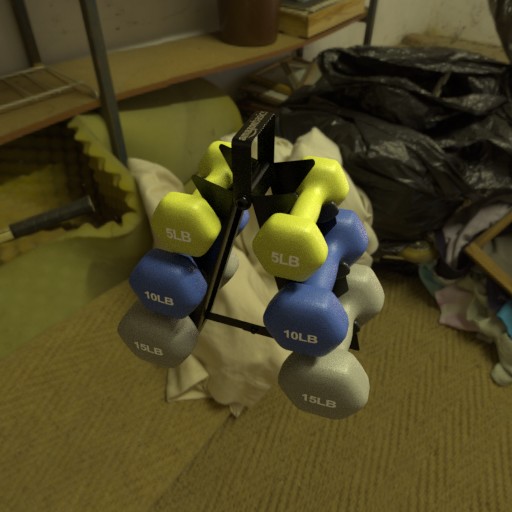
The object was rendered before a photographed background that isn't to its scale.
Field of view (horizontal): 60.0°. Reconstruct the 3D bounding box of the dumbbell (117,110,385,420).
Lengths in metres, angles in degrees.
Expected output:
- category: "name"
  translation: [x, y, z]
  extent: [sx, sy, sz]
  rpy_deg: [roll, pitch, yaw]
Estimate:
- category: "dumbbell"
  translation: [0.000, 0.000, 0.683]
  extent: [0.416, 0.426, 0.261]
  rpy_deg: [13, 43, 15]
